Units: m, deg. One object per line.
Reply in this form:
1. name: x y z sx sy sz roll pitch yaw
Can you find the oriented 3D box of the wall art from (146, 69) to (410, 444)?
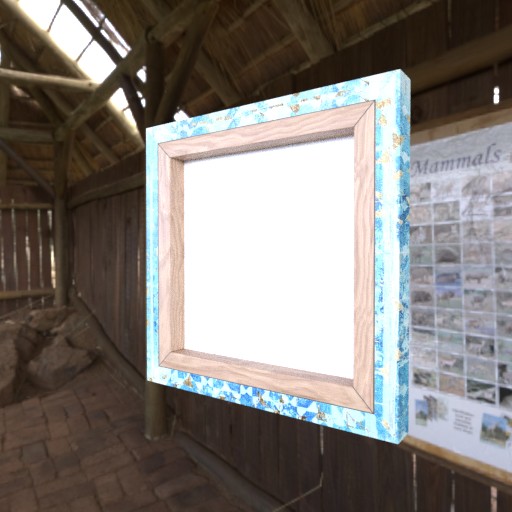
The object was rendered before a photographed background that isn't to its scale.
1. wall art: 0.000 0.000 0.610 0.405 0.405 0.037 1 1 35
